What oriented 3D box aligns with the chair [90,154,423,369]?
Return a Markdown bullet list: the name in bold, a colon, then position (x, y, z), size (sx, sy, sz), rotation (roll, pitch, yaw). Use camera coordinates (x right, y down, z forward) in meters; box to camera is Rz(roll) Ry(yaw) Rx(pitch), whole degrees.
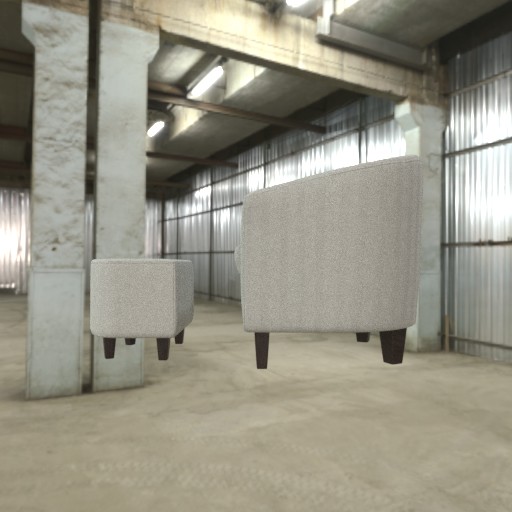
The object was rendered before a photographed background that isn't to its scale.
- **chair**: position (0.000, 0.000, 1.774), size (1.288, 0.757, 0.756), rotation (0, -1, 0)
